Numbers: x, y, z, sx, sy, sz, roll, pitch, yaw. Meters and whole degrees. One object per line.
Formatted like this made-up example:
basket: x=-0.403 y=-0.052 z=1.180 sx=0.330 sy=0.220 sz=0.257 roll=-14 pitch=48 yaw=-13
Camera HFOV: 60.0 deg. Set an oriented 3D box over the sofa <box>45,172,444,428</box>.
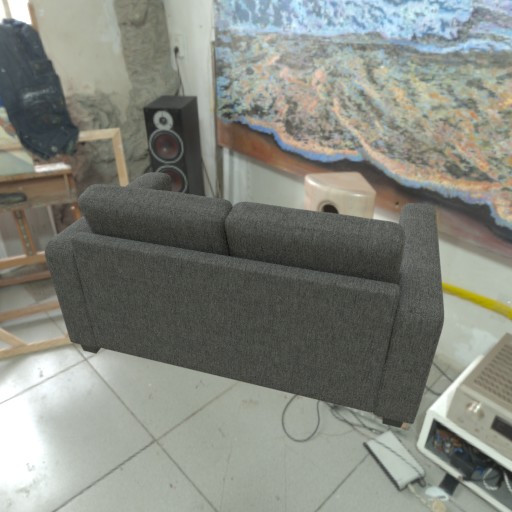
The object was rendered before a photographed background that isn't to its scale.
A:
sofa: x=0.000 y=0.000 z=2.002 sx=1.520 sy=0.800 sz=0.900 roll=9 pitch=33 yaw=15
